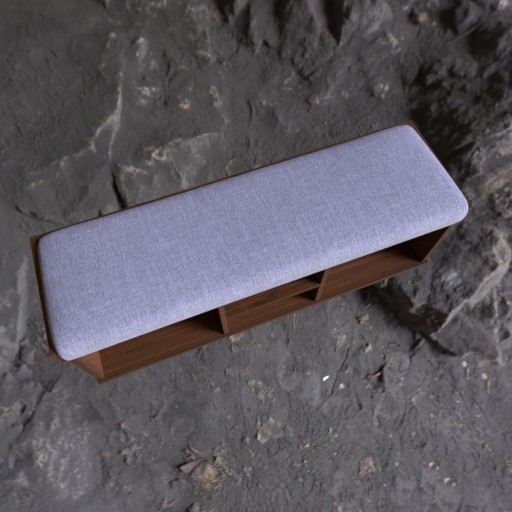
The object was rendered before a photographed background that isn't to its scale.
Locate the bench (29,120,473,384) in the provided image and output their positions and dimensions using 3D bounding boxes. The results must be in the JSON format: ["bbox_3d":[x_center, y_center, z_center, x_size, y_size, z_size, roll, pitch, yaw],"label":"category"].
[{"bbox_3d":[0.000,0.000,1.417,1.196,0.468,0.367,-19,65,-9],"label":"bench"}]
